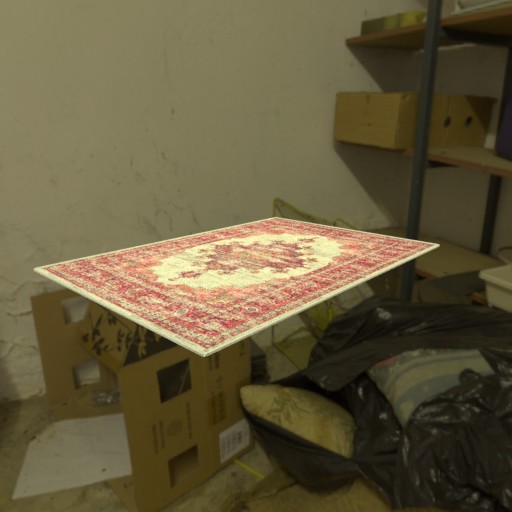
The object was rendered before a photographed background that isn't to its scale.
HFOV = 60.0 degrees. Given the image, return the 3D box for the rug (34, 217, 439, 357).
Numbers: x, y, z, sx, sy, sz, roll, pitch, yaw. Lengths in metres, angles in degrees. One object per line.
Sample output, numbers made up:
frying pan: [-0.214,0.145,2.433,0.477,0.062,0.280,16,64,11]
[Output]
rug: [0.000,0.000,2.285,1.217,0.011,1.747,14,21,41]
